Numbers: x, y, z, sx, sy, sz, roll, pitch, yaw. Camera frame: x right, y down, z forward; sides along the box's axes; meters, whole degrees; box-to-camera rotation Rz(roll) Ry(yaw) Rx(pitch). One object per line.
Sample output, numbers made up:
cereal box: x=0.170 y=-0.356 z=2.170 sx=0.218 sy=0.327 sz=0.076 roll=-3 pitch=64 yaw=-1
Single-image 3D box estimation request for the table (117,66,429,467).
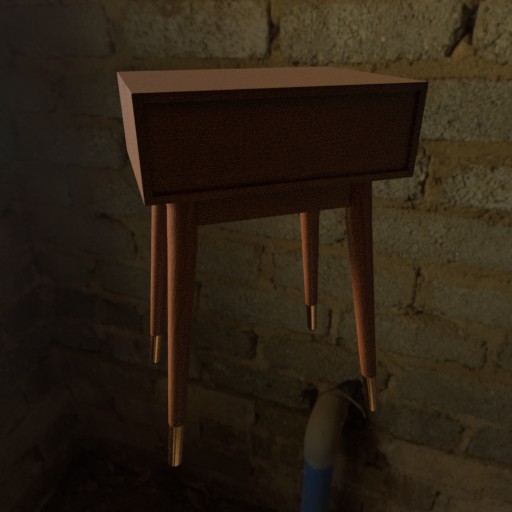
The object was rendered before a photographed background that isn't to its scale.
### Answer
table: x=0.000 y=0.000 z=0.793 sx=0.406 sy=0.599 sz=0.300 roll=-9 pitch=28 yaw=-16
